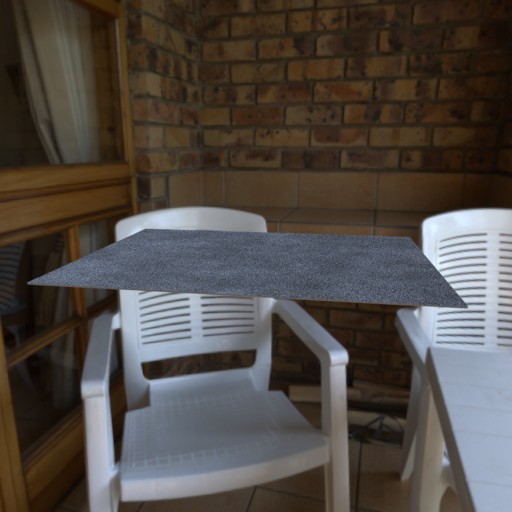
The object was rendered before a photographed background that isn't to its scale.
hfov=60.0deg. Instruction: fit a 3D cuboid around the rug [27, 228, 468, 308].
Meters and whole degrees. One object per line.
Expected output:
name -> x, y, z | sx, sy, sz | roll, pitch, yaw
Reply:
rug -> 0.000, 0.000, 2.965 | 2.235, 0.008, 1.600 | 2, 14, 9
